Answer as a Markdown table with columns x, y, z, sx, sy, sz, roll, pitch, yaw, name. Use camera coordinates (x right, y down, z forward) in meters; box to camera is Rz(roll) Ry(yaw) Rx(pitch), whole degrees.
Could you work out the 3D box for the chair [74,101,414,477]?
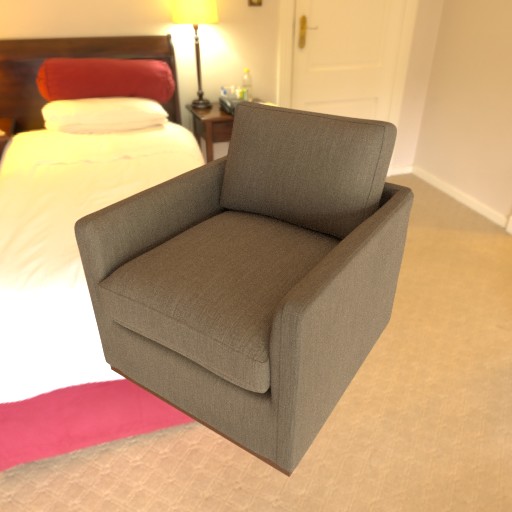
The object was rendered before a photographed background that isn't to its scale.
| x | y | z | sx | sy | sz | roll | pitch | yaw | name |
| --- | --- | --- | --- | --- | --- | --- | --- | --- | --- |
| 0.000 | 0.000 | 1.466 | 0.763 | 0.811 | 0.834 | 19 | 36 | 28 | chair |
